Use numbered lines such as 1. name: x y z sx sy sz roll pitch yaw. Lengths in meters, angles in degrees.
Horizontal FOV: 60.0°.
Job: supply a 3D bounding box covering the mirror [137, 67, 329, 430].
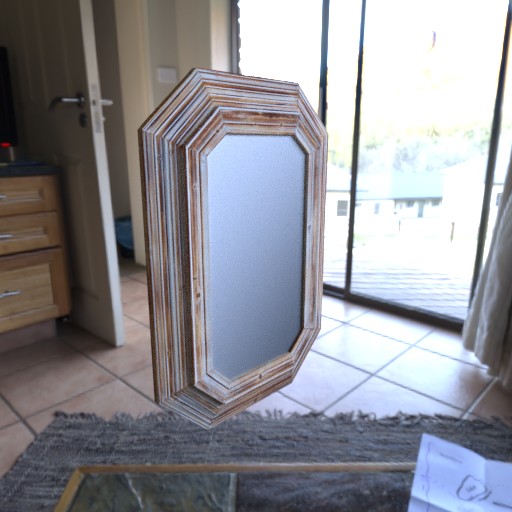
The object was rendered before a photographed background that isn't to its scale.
1. mirror: 0.000 0.000 1.331 0.709 1.015 0.061 -14 20 -43
